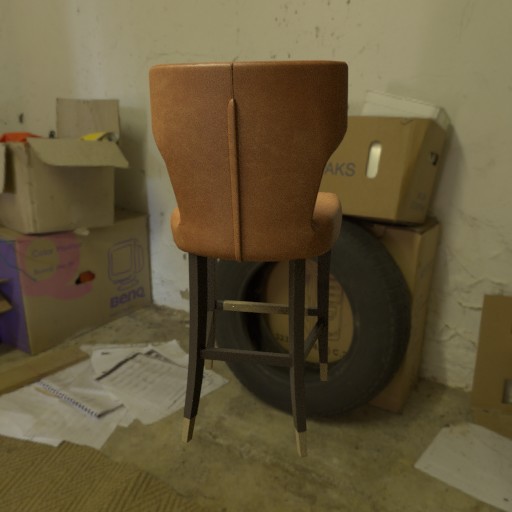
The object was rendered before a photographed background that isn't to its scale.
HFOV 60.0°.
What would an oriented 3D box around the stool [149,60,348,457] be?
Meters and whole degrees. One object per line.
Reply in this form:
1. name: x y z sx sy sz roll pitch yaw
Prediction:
1. stool: 0.000 0.000 1.405 0.526 1.092 0.563 3 16 10
